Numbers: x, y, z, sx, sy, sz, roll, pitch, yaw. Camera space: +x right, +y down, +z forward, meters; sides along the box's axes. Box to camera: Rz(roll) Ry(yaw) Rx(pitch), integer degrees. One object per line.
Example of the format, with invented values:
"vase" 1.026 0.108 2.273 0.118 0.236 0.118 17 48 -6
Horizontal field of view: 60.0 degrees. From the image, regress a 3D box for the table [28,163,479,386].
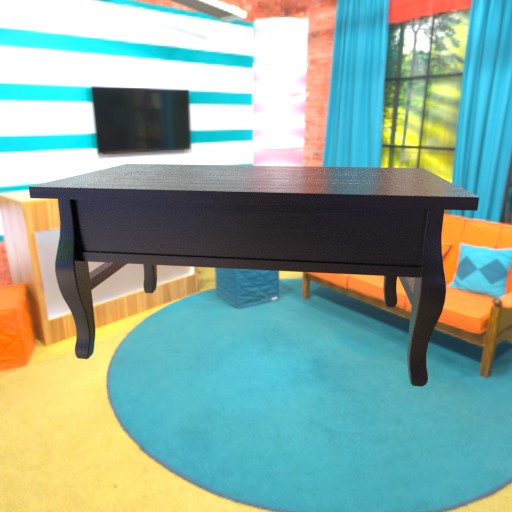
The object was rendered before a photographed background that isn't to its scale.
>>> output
"table" 0.000 0.000 1.379 1.062 0.494 0.600 3 18 8
